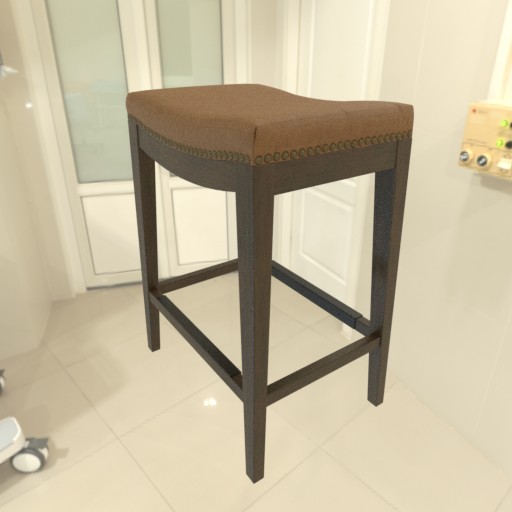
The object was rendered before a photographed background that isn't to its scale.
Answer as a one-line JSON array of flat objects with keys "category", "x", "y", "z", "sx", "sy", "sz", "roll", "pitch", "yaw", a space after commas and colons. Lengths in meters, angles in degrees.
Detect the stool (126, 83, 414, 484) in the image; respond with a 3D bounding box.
[{"category": "stool", "x": 0.000, "y": 0.000, "z": 0.961, "sx": 0.361, "sy": 0.660, "sz": 0.500, "roll": -17, "pitch": 31, "yaw": -31}]
